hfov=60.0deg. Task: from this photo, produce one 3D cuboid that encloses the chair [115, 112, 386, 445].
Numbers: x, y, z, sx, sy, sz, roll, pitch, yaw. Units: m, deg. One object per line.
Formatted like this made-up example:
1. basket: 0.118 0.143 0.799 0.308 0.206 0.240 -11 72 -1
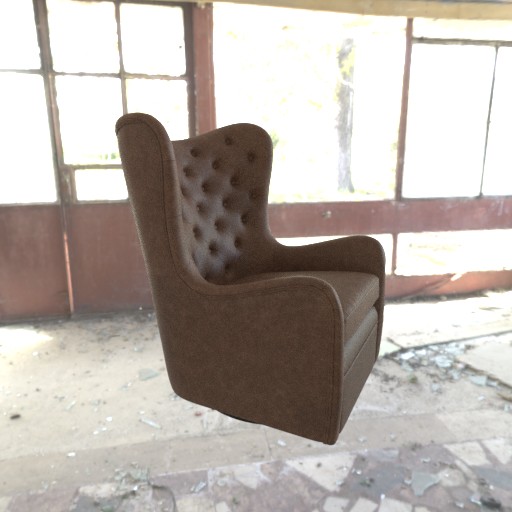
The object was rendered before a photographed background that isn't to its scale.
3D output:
1. chair: 0.000 0.000 1.796 0.930 1.079 0.831 7 16 25
